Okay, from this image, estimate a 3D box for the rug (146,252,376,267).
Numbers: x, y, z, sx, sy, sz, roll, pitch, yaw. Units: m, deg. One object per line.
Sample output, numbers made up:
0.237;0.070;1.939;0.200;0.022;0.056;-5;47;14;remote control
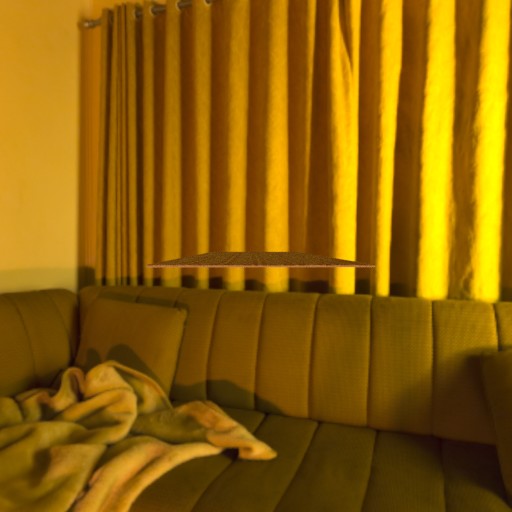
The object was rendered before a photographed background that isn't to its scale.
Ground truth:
0.000;0.000;2.660;0.750;0.009;2.435;0;2;-1;rug
